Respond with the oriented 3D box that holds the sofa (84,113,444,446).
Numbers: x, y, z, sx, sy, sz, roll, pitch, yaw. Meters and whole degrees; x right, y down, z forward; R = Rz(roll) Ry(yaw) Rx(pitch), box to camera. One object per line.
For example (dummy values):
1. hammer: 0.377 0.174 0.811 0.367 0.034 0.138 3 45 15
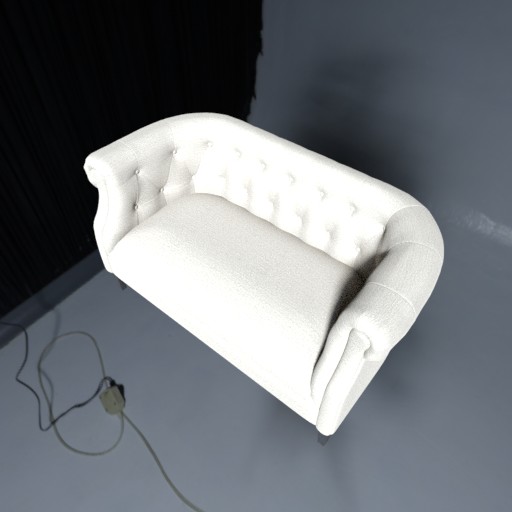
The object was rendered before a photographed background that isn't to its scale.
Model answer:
1. sofa: 0.000 0.000 2.094 1.558 0.827 0.835 31 54 26
